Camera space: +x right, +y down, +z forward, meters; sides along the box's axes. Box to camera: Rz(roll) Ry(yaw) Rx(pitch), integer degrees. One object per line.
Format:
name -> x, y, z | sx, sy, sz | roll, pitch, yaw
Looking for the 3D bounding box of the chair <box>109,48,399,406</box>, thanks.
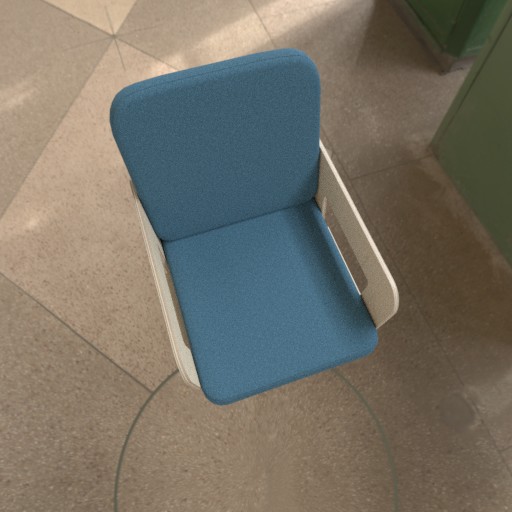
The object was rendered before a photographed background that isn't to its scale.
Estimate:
chair -> 0.000, 0.000, 1.184 | 0.547, 0.747, 0.657 | -17, 64, -8
